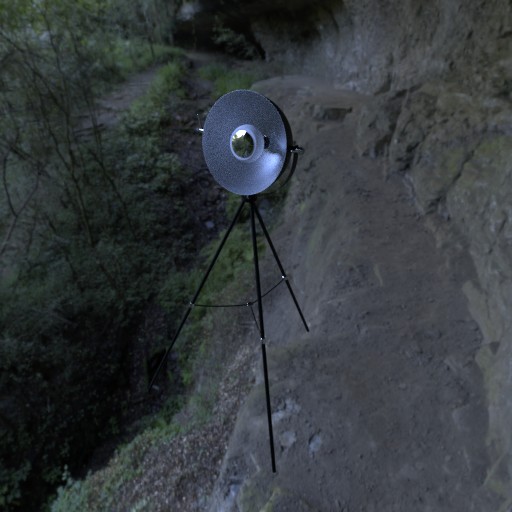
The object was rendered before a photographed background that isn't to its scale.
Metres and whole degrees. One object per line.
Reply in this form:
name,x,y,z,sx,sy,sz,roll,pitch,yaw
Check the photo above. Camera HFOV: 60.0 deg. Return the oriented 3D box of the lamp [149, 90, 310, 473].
lamp,0.000,0.000,2.075,0.817,1.512,0.920,20,37,28
